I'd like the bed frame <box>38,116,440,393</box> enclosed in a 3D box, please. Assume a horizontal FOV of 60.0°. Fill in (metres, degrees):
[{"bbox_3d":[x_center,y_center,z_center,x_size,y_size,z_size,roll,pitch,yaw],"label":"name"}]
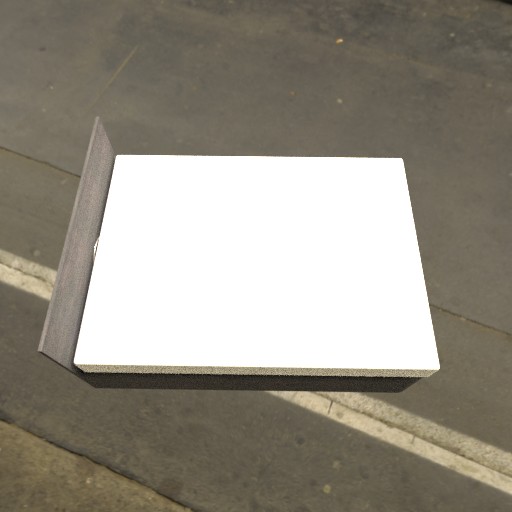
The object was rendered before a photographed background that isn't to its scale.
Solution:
[{"bbox_3d":[0.000,0.000,2.622,1.900,0.800,1.400,1,62,0],"label":"bed frame"}]
